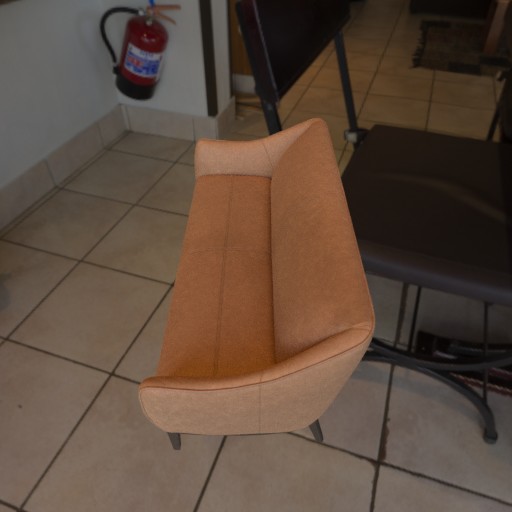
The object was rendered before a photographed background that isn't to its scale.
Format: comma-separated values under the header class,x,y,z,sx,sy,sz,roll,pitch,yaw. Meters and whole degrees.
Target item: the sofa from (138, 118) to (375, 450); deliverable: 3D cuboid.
class,x,y,z,sx,sy,sz,roll,pitch,yaw
sofa,0.000,0.000,2.408,0.869,0.830,1.928,0,41,0
